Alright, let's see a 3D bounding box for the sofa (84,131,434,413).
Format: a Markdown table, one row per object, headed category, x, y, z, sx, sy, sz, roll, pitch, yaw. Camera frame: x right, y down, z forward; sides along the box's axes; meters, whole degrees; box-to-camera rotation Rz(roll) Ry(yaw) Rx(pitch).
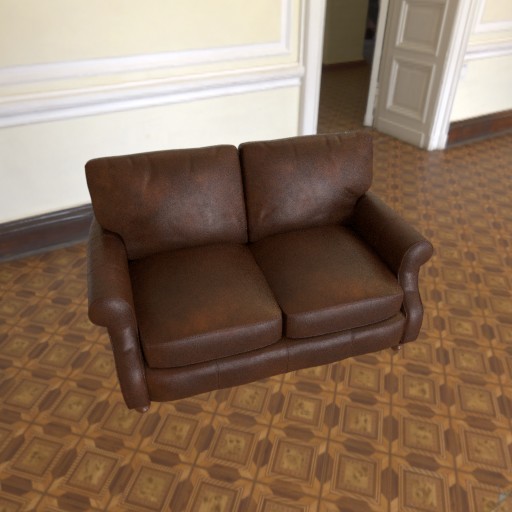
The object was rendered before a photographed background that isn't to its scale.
| category | x | y | z | sx | sy | sz | roll | pitch | yaw |
| --- | --- | --- | --- | --- | --- | --- | --- | --- | --- |
| sofa | 0.000 | 0.000 | 2.264 | 1.616 | 0.976 | 0.990 | -10 | 35 | -14 |
